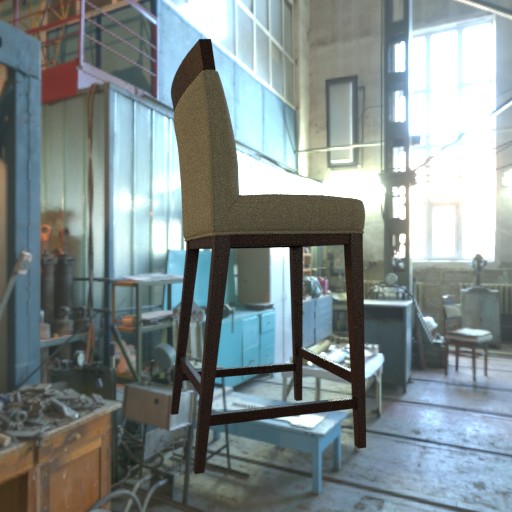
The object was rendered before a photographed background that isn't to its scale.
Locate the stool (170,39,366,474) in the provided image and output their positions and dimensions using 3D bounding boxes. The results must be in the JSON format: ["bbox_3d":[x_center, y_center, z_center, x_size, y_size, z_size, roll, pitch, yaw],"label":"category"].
[{"bbox_3d":[0.000,0.000,1.302,0.480,1.011,0.463,0,0,-18],"label":"stool"}]
